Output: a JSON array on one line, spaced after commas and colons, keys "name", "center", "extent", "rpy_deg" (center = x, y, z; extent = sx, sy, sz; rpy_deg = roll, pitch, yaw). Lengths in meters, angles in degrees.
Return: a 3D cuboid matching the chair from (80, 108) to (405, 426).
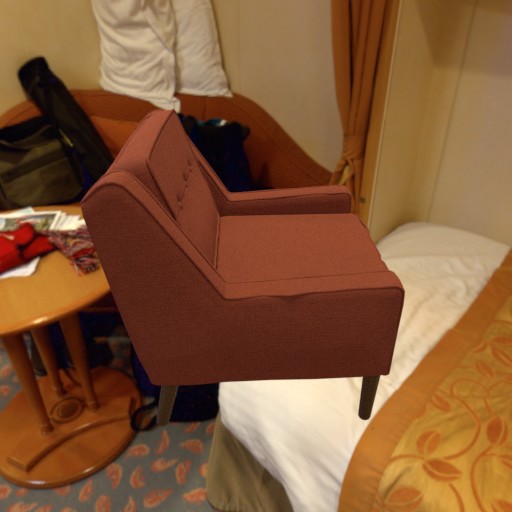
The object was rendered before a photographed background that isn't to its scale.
[{"name": "chair", "center": [0.000, 0.000, 1.390], "extent": [0.770, 0.812, 0.680], "rpy_deg": [-1, 31, -2]}]
